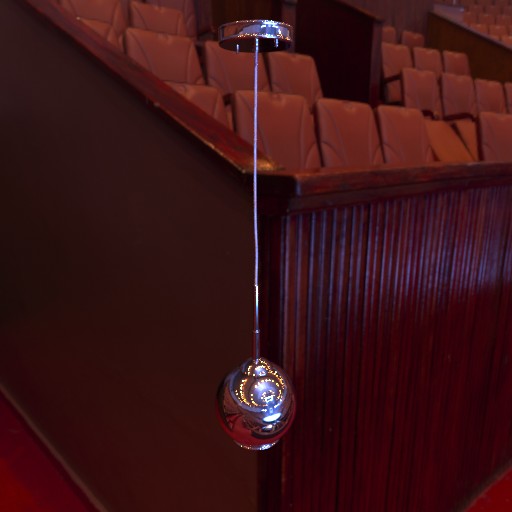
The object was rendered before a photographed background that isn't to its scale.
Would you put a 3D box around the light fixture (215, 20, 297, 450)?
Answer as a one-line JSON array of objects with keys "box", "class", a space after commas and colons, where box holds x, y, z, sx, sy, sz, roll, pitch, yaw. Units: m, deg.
[{"box": [0.000, 0.000, 1.654, 0.336, 1.538, 0.336, 14, 20, 42], "class": "light fixture"}]
